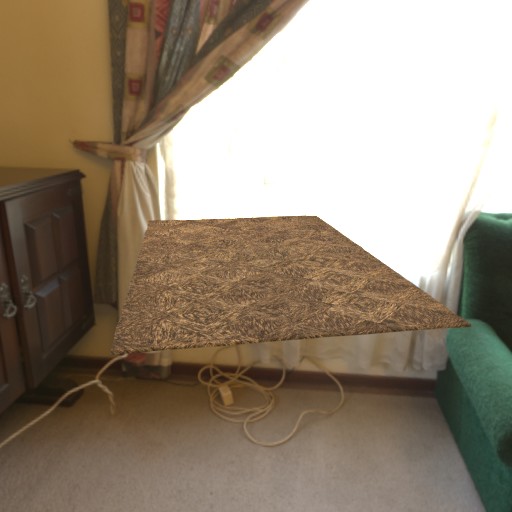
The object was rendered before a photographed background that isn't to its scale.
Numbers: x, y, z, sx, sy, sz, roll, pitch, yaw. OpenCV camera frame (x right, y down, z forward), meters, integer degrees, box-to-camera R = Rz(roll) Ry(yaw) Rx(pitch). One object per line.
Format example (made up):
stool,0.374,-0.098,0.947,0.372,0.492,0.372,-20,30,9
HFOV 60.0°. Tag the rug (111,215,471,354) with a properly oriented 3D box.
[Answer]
rug,0.000,0.000,2.260,1.189,0.011,1.808,-3,18,-9
